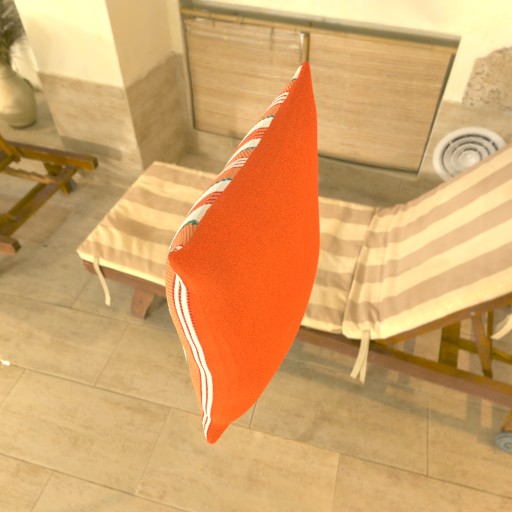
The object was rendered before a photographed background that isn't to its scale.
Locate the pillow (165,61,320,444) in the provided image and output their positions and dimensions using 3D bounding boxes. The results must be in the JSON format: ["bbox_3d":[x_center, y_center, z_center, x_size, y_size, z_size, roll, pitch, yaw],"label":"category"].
[{"bbox_3d":[0.000,0.000,0.686,0.182,0.441,0.440,15,48,14],"label":"pillow"}]
